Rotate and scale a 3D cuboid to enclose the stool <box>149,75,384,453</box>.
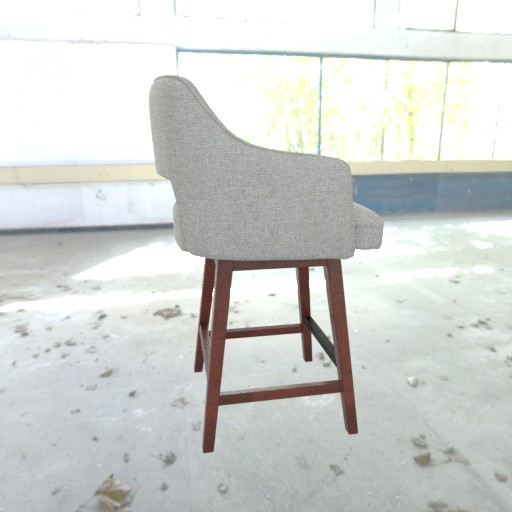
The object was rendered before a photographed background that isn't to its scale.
[{"bbox_3d":[0.000,0.000,1.293,0.558,0.944,0.599,-3,15,-10],"label":"stool"}]
